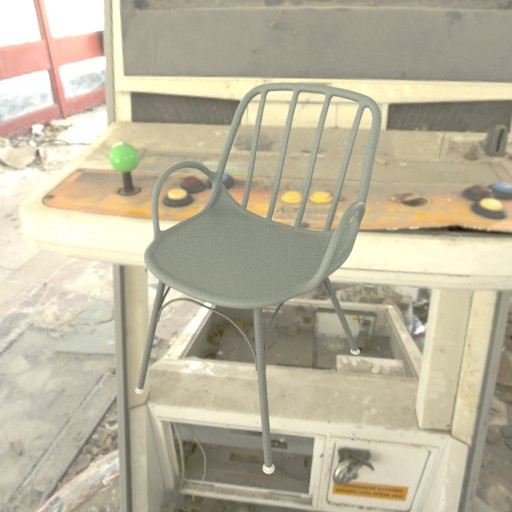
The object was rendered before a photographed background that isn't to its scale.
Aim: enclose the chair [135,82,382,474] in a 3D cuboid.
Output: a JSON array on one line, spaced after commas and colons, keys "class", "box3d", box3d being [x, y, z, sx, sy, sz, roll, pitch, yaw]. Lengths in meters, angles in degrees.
[{"class": "chair", "box3d": [0.000, 0.000, 1.223, 0.549, 0.816, 0.597, 19, 36, 29]}]
